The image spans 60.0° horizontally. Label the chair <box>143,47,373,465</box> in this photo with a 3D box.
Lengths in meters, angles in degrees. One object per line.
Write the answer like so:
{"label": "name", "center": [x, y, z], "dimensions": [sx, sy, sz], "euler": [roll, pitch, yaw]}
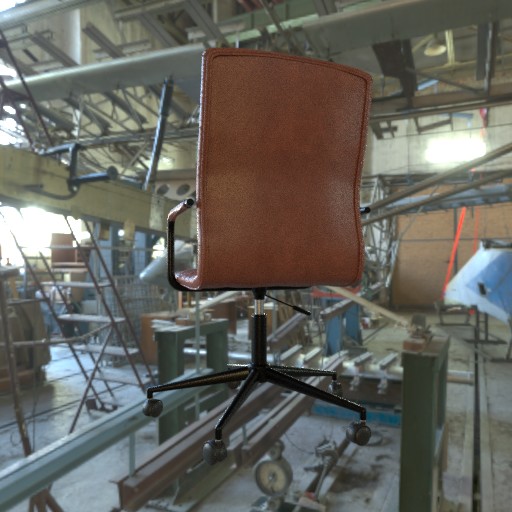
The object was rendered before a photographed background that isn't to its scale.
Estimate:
{"label": "chair", "center": [0.000, 0.000, 1.234], "dimensions": [0.600, 0.878, 0.578], "euler": [0, -1, -19]}
